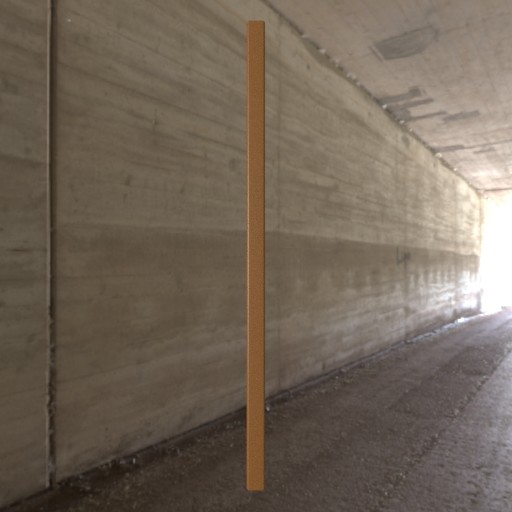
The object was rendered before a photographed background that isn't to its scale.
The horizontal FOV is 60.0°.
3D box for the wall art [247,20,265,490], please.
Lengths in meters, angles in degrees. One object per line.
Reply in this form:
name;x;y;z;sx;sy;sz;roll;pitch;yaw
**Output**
wall art;0.000;0.000;0.742;0.021;0.550;0.449;0;0;0
